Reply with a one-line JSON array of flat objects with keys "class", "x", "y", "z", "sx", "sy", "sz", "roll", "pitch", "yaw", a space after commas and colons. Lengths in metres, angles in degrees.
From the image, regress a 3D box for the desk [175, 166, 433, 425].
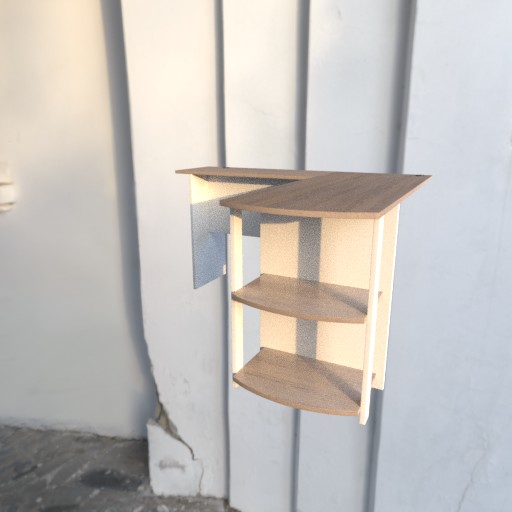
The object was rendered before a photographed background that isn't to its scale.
[{"class": "desk", "x": 0.000, "y": 0.000, "z": 2.101, "sx": 1.361, "sy": 0.716, "sz": 1.303, "roll": 8, "pitch": 17, "yaw": 26}]
